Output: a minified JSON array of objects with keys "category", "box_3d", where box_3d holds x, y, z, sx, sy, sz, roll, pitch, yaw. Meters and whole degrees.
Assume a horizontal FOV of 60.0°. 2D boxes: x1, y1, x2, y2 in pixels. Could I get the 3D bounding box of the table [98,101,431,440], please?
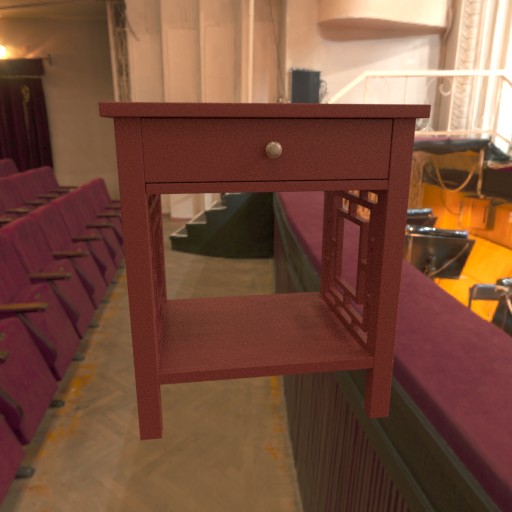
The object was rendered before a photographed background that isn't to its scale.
[{"category":"table","box_3d":[0.000,0.000,1.086,0.599,0.686,0.451,-2,16,-8]}]
